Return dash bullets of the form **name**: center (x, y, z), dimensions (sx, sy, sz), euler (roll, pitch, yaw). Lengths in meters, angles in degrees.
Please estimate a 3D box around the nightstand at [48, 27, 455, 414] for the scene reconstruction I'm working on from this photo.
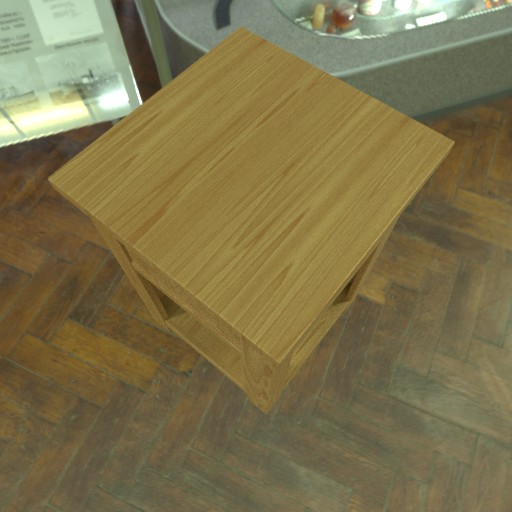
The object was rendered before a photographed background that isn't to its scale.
- **nightstand**: center (0.000, 0.000, 0.916), dimensions (0.418, 0.614, 0.428), euler (36, 68, 17)
